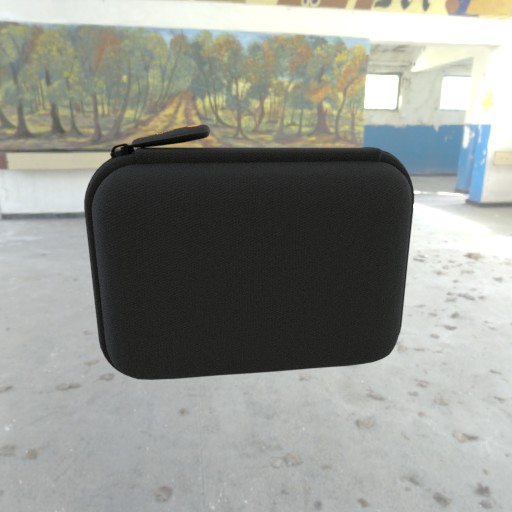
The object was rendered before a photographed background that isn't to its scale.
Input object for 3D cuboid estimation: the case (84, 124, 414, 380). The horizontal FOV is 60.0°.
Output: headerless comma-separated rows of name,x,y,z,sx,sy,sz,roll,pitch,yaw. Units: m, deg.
case,0.000,0.000,0.185,0.132,0.105,0.038,-2,17,-8
